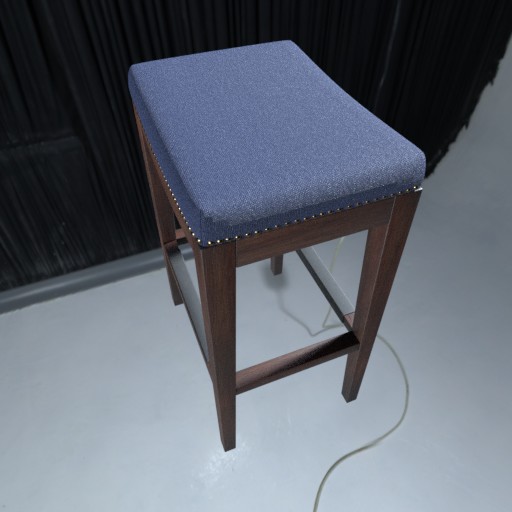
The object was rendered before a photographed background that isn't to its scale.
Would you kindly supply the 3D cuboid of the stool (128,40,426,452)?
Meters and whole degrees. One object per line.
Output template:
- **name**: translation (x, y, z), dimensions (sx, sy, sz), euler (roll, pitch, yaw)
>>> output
- **stool**: translation (0.000, 0.000, 0.994), dimensions (0.358, 0.740, 0.498), euler (-16, 48, -15)
